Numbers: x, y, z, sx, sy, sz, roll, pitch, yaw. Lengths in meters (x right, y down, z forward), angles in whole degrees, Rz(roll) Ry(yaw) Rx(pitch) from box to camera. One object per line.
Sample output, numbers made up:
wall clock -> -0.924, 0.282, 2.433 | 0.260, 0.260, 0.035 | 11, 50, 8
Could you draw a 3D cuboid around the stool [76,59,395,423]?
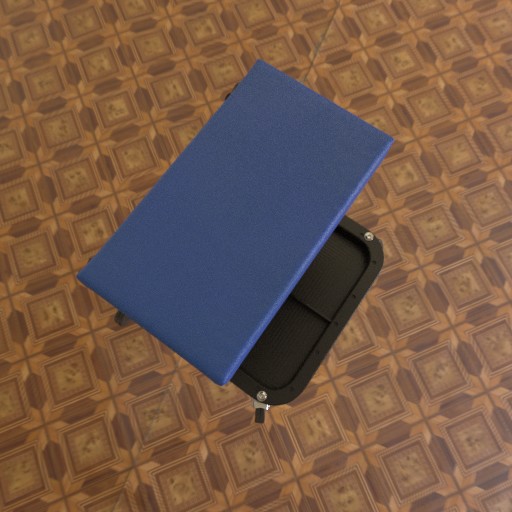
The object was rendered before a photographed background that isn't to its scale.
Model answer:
stool -> 0.000, 0.000, 0.709 | 0.371, 0.380, 0.446 | 34, 77, 9
